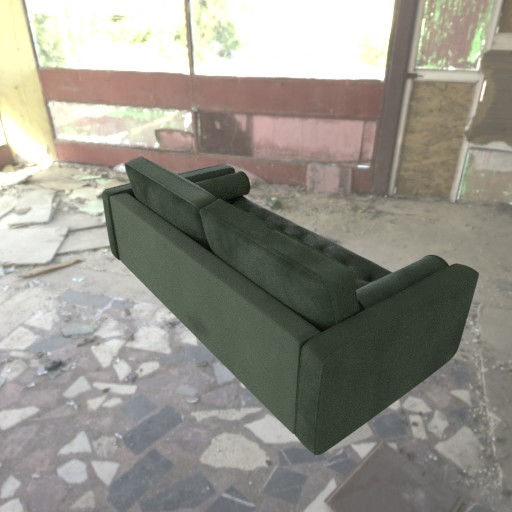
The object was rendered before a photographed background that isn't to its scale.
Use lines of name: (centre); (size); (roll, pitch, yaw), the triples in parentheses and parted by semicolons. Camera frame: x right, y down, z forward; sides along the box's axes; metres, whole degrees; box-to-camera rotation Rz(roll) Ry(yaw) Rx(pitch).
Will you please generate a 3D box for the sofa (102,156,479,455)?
sofa: (0.000, 0.000, 2.295); (0.916, 0.772, 1.880); (-20, 35, -32)
